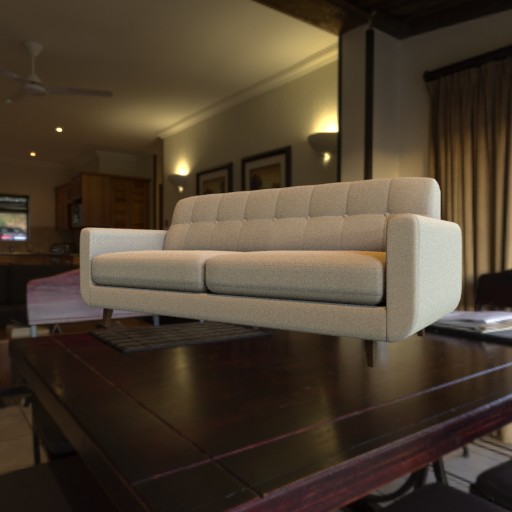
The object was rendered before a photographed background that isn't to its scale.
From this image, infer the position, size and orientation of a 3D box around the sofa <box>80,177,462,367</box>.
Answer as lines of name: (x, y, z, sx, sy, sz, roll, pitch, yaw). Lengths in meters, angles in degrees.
sofa: (0.000, 0.000, 2.665, 2.137, 0.892, 0.980, 1, 1, 35)
